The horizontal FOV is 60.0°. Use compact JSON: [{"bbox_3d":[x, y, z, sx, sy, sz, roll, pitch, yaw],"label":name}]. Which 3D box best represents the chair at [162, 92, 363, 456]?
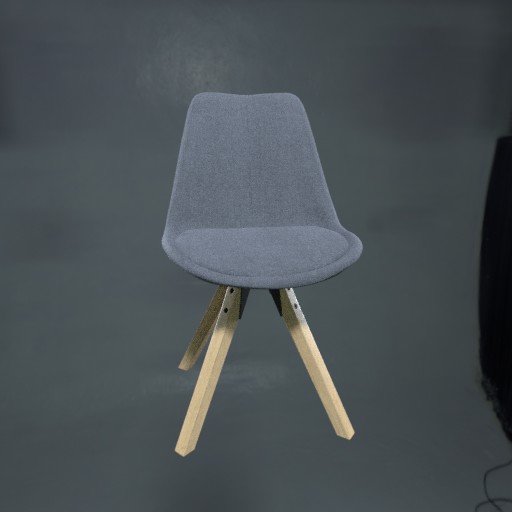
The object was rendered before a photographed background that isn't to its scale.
[{"bbox_3d":[0.000,0.000,1.189,0.485,0.850,0.550,-2,17,-8],"label":"chair"}]
